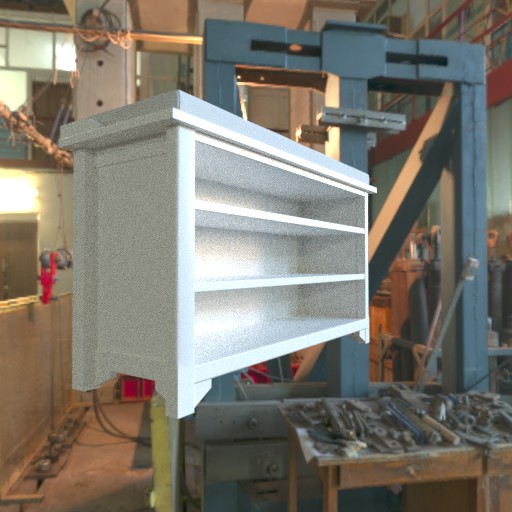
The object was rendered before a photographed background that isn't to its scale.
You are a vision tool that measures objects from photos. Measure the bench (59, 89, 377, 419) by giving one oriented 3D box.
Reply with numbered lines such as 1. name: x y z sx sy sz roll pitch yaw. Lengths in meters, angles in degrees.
1. bench: 0.000 0.000 1.256 0.346 0.589 0.987 -1 -1 35
